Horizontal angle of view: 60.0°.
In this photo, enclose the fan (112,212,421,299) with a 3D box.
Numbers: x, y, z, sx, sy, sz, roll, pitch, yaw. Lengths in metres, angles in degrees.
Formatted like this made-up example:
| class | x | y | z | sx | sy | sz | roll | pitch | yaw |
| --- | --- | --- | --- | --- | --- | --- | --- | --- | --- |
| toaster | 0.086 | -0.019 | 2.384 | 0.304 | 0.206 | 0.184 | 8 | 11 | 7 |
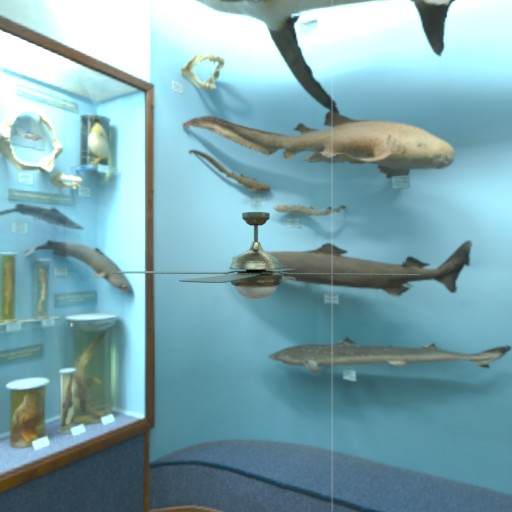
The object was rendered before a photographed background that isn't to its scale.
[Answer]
| class | x | y | z | sx | sy | sz | roll | pitch | yaw |
| --- | --- | --- | --- | --- | --- | --- | --- | --- | --- |
| fan | 0.000 | 0.000 | 1.978 | 1.321 | 0.381 | 1.321 | 0 | 0 | 35 |
